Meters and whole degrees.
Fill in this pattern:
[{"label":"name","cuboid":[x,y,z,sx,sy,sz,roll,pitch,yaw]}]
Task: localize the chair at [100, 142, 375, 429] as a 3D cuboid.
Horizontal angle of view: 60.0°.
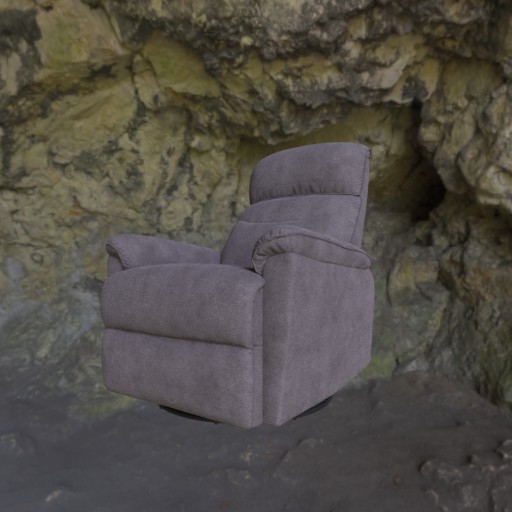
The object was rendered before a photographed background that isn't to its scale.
[{"label":"chair","cuboid":[0.000,0.000,1.734,0.830,1.036,1.009,-1,-1,36]}]
